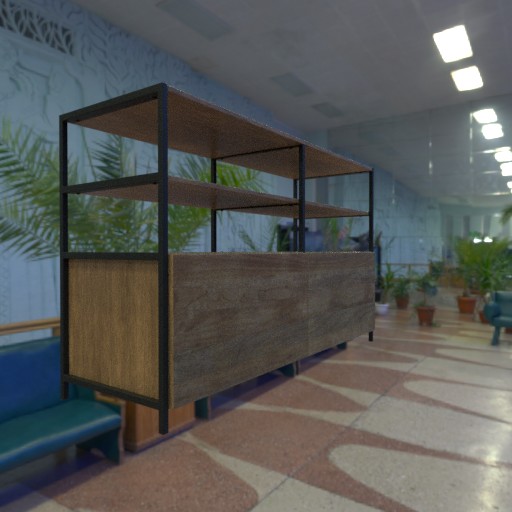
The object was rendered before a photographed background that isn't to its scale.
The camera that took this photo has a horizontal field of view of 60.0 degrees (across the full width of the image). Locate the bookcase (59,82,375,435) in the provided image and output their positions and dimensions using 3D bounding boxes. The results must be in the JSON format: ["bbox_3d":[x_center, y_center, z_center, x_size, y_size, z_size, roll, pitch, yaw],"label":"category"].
[{"bbox_3d":[0.000,0.000,1.465,0.391,0.712,1.149,1,1,36],"label":"bookcase"}]
